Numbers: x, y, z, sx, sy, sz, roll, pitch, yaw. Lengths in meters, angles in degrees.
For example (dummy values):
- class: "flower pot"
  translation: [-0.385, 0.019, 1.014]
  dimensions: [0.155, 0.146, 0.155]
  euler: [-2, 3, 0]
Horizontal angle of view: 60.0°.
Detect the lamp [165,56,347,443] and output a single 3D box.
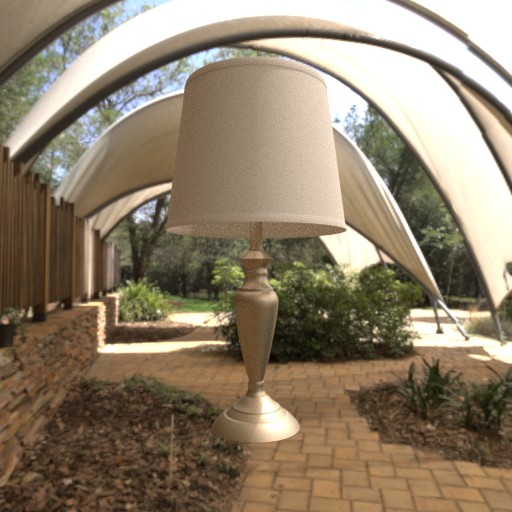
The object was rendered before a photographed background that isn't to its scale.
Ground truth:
- class: "lamp"
  translation: [0.000, 0.000, 0.816]
  dimensions: [0.328, 0.619, 0.328]
  euler: [0, -2, 0]
